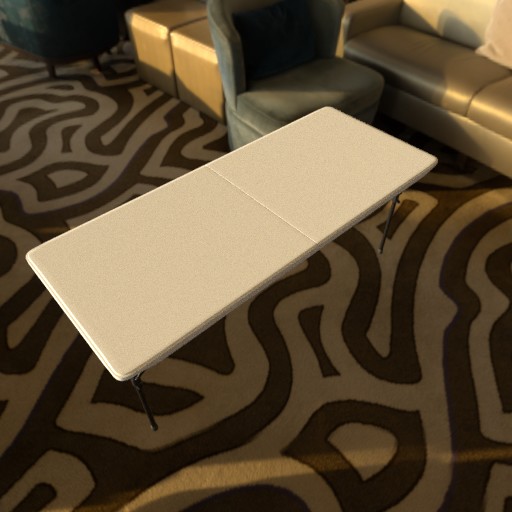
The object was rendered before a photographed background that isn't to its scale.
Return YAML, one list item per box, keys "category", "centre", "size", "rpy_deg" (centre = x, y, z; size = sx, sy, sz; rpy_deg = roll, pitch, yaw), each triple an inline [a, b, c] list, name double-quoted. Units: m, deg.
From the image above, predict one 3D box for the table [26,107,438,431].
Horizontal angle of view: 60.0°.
- category: "table"
  centre: [0.000, 0.000, 2.253]
  size: [1.829, 0.719, 0.761]
  rpy_deg: [-33, 54, -28]
